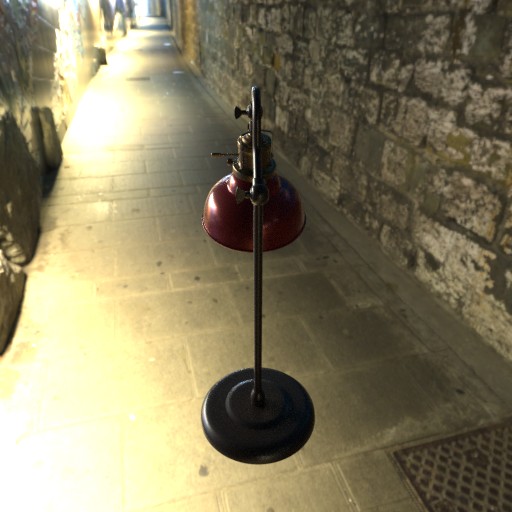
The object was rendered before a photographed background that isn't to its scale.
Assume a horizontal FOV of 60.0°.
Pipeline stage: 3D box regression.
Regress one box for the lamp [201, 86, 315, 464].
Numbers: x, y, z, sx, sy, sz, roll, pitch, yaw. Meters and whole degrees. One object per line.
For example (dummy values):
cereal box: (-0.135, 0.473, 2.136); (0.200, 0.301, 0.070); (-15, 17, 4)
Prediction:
lamp: (0.000, 0.000, 0.702); (0.192, 0.508, 0.374); (-1, 30, -2)
